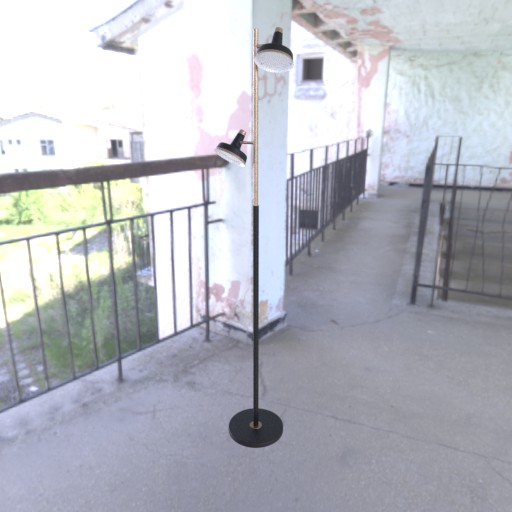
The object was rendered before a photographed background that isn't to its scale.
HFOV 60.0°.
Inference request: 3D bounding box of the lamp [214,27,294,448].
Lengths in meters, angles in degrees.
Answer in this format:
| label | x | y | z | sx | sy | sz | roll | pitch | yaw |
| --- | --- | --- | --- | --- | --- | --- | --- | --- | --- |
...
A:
| label | x | y | z | sx | sy | sz | roll | pitch | yaw |
| --- | --- | --- | --- | --- | --- | --- | --- | --- | --- |
| lamp | 0.000 | 0.000 | 1.807 | 0.351 | 1.674 | 0.253 | 15 | 23 | 41 |
